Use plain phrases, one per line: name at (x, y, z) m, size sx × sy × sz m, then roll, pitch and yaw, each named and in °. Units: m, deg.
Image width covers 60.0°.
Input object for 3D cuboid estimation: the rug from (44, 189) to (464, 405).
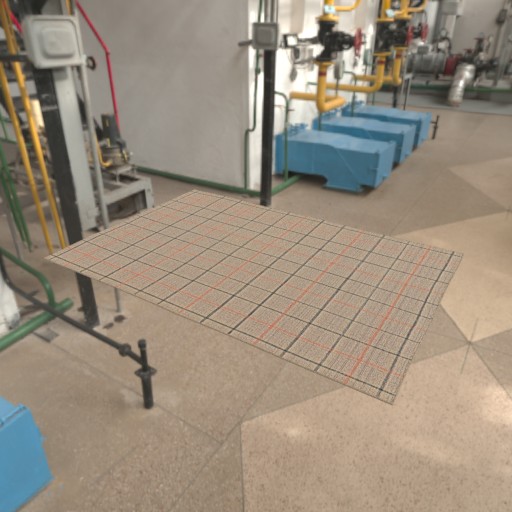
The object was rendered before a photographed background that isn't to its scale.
rug at (0.000, 0.000, 2.317) m, size 1.829 × 0.013 × 1.220 m, roll 17°, pitch 33°, yaw 28°
